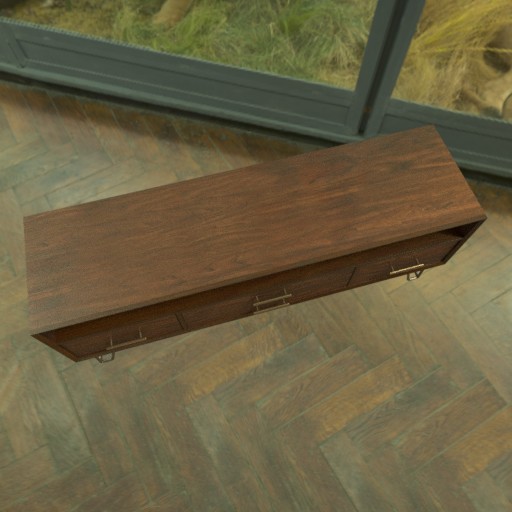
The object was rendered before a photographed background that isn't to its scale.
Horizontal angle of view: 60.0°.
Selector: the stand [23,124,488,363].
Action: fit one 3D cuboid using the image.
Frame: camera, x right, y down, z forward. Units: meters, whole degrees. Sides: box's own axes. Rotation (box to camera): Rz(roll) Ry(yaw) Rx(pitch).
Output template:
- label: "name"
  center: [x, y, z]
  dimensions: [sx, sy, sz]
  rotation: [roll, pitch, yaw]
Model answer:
- label: "stand"
  center: [0.000, 0.000, 1.882]
  dimensions: [1.626, 0.610, 0.481]
  rotation: [-14, 65, -7]
